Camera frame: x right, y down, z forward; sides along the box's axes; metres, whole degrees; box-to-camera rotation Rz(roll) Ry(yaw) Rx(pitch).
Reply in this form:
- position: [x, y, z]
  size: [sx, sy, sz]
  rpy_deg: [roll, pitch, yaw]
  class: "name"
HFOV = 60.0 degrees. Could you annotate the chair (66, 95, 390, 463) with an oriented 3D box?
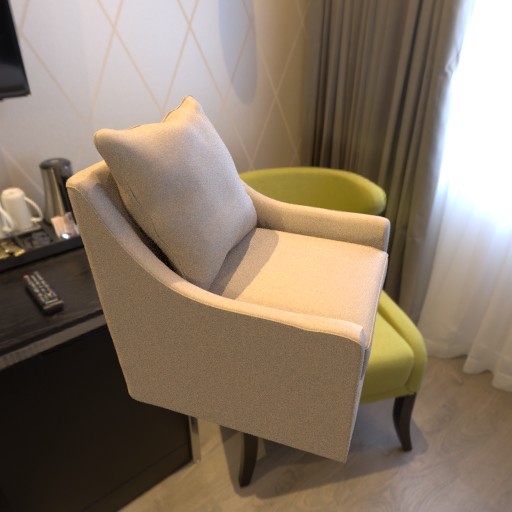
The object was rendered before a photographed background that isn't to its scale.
- position: [0.000, 0.000, 1.552]
  size: [0.876, 0.942, 0.760]
  rpy_deg: [10, 32, 17]
  class: "chair"
